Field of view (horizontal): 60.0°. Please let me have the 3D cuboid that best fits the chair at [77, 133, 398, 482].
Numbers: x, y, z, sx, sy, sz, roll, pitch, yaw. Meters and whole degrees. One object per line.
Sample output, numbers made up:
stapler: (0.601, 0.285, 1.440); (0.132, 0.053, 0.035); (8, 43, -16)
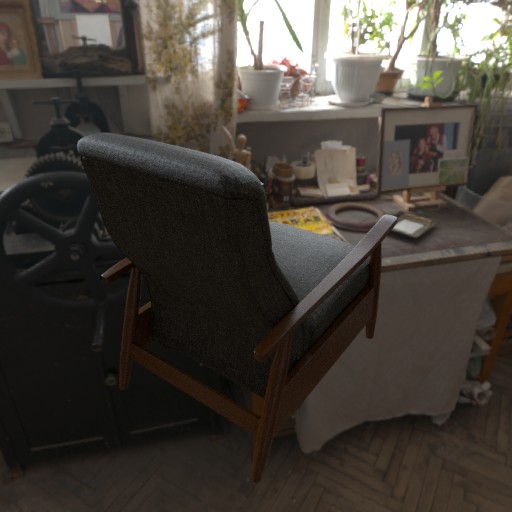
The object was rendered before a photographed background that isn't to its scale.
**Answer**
chair: (0.000, 0.000, 1.766); (0.762, 1.082, 1.014); (20, 35, 31)
